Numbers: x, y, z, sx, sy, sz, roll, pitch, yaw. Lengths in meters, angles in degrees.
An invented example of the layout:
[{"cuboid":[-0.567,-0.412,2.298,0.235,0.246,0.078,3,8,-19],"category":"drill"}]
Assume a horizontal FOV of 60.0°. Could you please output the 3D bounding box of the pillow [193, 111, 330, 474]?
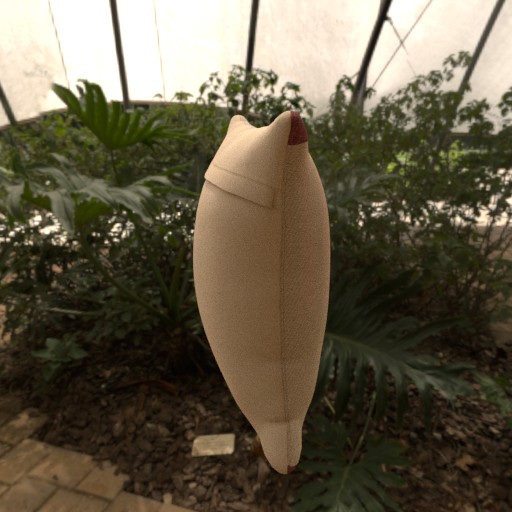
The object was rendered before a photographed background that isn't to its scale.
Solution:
[{"cuboid":[0.000,0.000,0.813,0.229,0.506,0.536,-3,16,-9],"category":"pillow"}]
